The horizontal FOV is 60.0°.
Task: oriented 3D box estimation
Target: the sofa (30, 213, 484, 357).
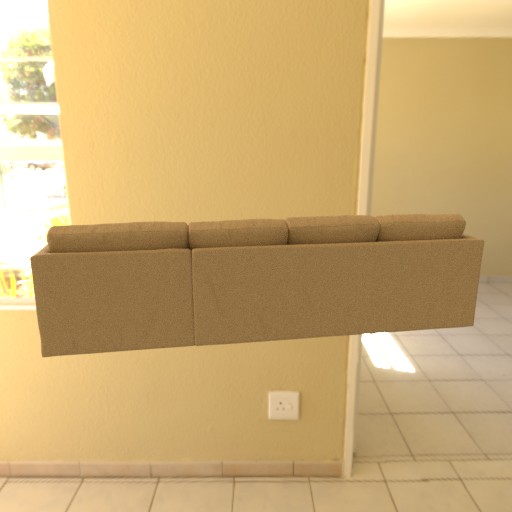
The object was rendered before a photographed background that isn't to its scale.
[{"bbox_3d":[0.000,0.000,3.857,3.177,0.867,1.622,-2,14,-9],"label":"sofa"}]
